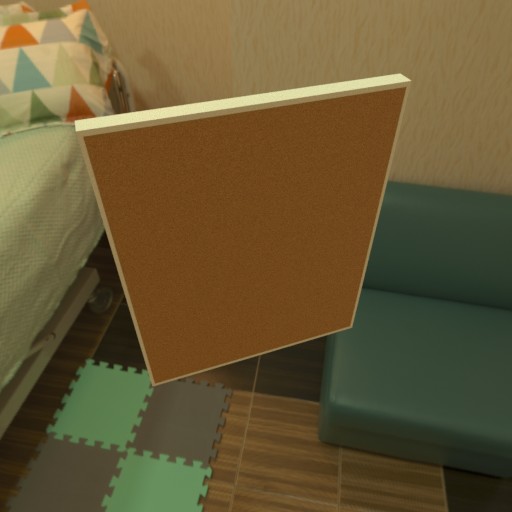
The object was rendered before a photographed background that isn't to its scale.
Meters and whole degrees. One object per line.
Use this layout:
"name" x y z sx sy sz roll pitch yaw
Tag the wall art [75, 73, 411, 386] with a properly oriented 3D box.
"wall art" 0.000 0.000 0.753 0.443 0.549 0.030 -13 45 -14
